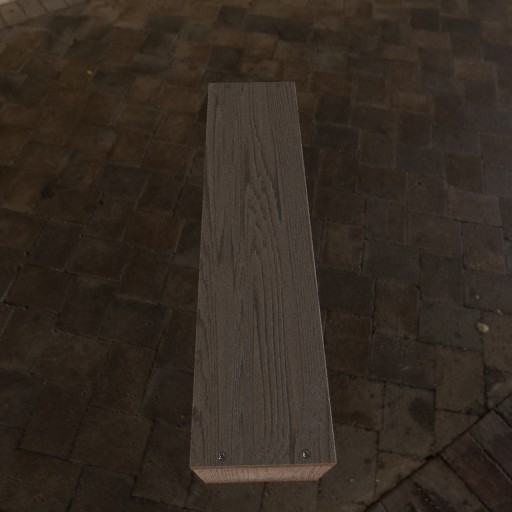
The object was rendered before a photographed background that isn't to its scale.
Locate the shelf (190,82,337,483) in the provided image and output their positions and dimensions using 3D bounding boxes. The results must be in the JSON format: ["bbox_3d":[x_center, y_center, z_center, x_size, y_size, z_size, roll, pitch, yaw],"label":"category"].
[{"bbox_3d":[0.000,0.000,0.685,0.150,0.170,0.610,-1,58,-1],"label":"shelf"}]
